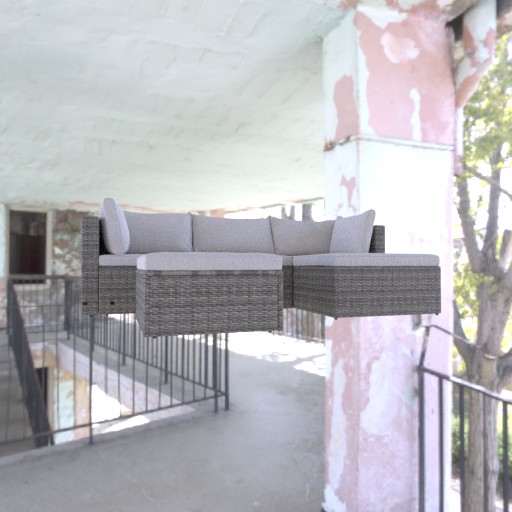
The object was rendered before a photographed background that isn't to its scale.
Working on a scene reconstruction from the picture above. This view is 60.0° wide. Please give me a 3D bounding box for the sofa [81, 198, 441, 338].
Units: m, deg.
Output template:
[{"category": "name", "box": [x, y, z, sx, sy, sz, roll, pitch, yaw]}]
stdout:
[{"category": "sofa", "box": [0.000, 0.000, 2.961, 2.192, 0.766, 1.662, 0, -1, -18]}]
